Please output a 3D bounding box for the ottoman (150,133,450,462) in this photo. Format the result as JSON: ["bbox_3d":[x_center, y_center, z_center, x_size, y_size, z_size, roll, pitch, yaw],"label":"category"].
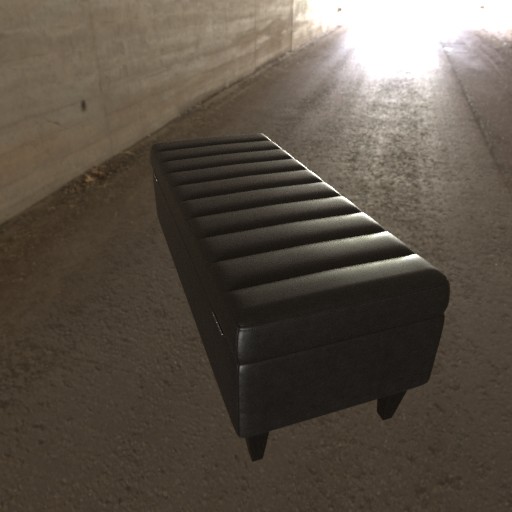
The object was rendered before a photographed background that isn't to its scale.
[{"bbox_3d":[0.000,0.000,1.406,0.482,0.469,1.151,-10,32,-16],"label":"ottoman"}]
